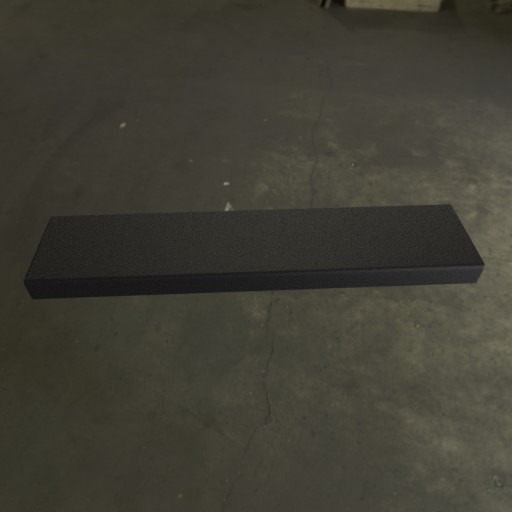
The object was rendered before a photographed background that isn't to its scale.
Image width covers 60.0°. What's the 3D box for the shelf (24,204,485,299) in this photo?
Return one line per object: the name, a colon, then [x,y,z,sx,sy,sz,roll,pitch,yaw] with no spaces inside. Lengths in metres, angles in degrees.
shelf: [0.000,0.000,0.489,0.456,0.053,0.102,-2,45,-2]
